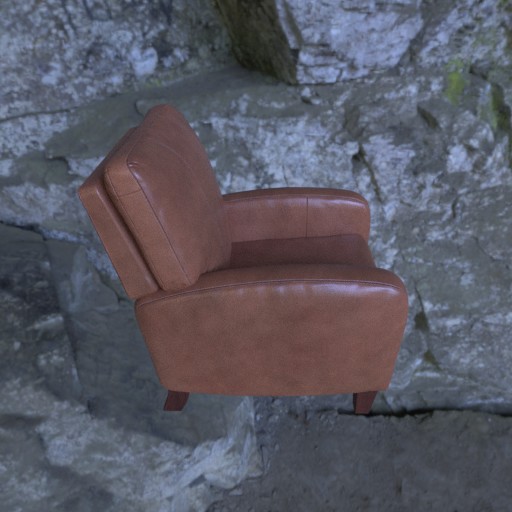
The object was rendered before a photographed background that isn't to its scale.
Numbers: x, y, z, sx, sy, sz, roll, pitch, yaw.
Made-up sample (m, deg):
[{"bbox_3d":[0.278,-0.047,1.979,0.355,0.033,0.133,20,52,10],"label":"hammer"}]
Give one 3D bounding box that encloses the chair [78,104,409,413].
[{"bbox_3d":[0.000,0.000,1.687,0.990,0.990,0.762,0,33,1],"label":"chair"}]
